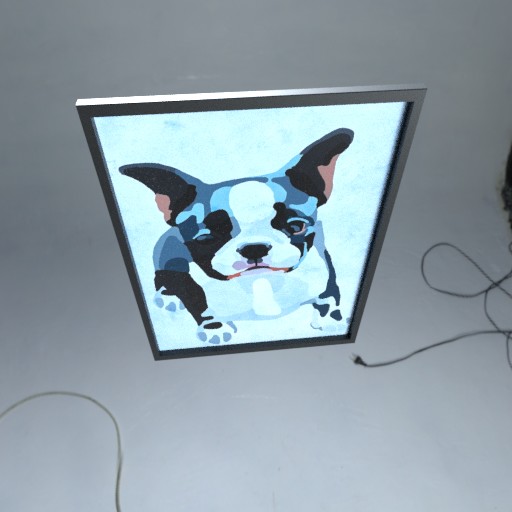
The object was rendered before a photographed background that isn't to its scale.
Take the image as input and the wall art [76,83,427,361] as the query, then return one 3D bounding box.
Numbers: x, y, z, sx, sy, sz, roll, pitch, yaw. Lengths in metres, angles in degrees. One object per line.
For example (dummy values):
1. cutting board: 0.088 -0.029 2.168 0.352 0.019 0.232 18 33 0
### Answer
1. wall art: 0.000 0.000 1.348 0.774 1.027 0.030 -4 46 -4
